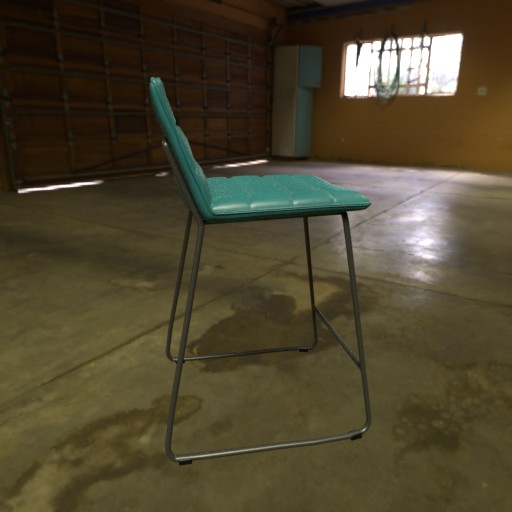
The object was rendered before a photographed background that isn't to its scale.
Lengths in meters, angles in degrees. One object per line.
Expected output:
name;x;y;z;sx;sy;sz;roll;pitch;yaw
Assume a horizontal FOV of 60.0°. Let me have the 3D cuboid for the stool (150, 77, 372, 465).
stool;0.000;0.000;1.192;0.524;0.866;0.489;-3;17;-10
